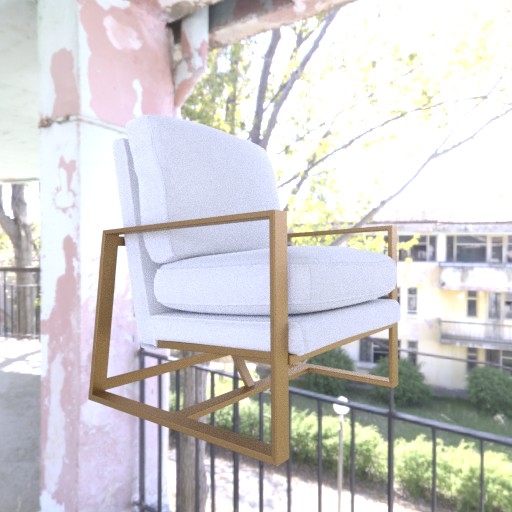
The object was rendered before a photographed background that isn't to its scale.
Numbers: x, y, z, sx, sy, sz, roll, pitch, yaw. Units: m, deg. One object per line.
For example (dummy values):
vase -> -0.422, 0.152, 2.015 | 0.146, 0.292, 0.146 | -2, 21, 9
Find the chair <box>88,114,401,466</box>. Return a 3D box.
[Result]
chair -> 0.000, 0.000, 1.562 | 0.813, 0.966, 0.805 | 0, 1, 37
